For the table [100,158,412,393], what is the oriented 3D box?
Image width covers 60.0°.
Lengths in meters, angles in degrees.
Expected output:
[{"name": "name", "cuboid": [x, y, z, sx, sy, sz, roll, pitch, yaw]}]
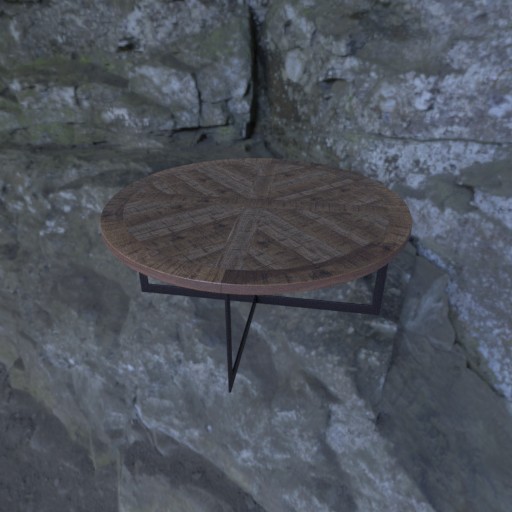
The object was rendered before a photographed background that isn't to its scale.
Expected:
[{"name": "table", "cuboid": [0.000, 0.000, 2.000, 1.264, 0.516, 1.264, 0, 30, 0]}]
